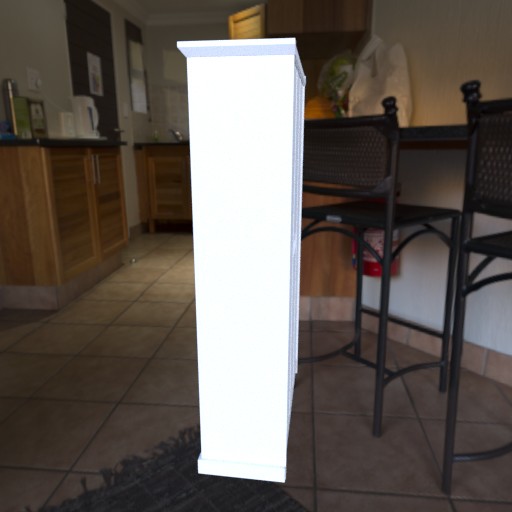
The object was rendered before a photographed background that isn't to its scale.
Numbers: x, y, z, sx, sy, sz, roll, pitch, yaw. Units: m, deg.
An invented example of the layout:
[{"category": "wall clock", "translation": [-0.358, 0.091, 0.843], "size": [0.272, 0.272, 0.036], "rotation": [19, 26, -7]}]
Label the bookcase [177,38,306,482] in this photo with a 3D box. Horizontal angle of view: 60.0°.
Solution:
[{"category": "bookcase", "translation": [0.000, 0.000, 2.332], "size": [0.432, 1.880, 1.050], "rotation": [2, 15, 8]}]
